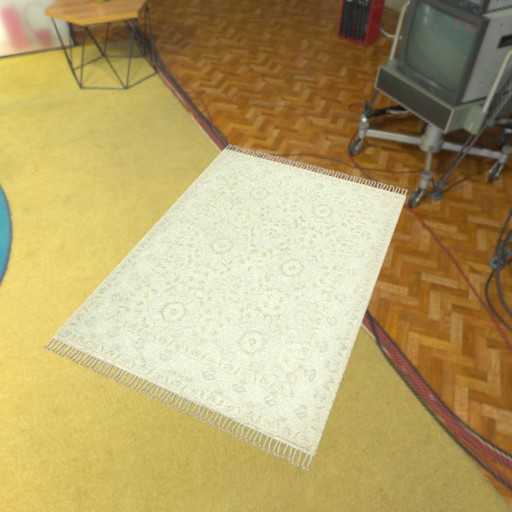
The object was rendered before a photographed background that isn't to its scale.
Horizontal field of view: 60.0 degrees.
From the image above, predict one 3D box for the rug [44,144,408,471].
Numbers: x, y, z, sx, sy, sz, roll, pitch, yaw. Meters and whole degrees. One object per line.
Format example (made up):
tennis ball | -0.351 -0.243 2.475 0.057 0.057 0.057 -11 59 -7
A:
rug | 0.000 0.000 2.306 1.223 0.015 1.771 18 49 17
